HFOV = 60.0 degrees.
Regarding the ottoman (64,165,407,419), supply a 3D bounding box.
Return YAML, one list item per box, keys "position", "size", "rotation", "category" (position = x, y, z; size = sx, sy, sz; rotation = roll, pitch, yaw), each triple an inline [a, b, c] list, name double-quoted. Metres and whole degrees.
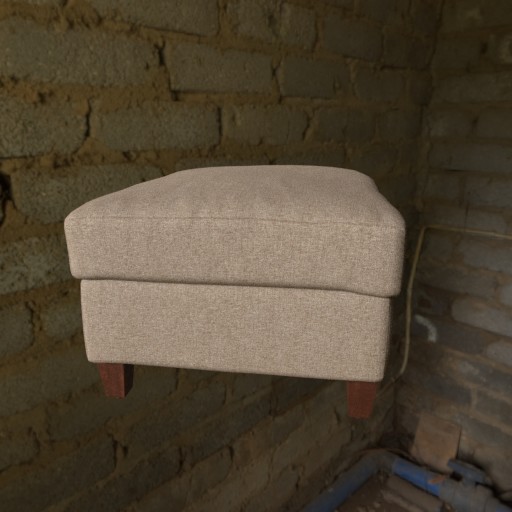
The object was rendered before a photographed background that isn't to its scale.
- position: [0.000, 0.000, 1.306]
  size: [0.692, 0.511, 0.889]
  rotation: [2, 16, 8]
  category: "ottoman"
